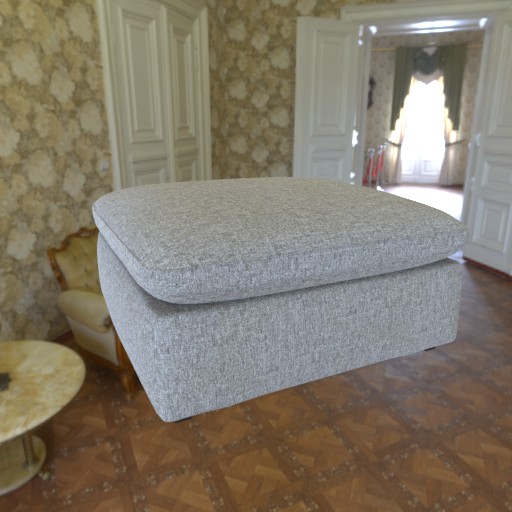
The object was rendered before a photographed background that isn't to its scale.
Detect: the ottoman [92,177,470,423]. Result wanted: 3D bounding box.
[{"bbox_3d":[0.000,0.000,1.616,1.035,0.526,1.039,-8,18,-25],"label":"ottoman"}]
